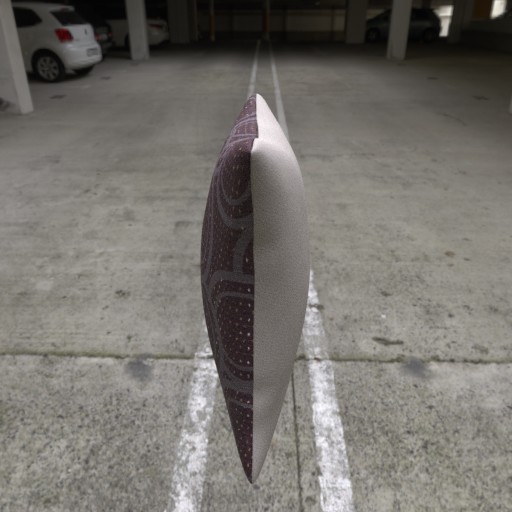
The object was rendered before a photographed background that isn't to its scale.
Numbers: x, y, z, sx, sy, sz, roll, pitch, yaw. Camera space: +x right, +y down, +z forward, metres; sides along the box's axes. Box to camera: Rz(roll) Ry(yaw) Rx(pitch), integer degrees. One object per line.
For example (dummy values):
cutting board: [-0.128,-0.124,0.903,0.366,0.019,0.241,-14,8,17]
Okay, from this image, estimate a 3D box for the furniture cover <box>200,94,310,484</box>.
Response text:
furniture cover: [0.000,0.000,0.809,0.193,0.509,0.552,0,26,1]
